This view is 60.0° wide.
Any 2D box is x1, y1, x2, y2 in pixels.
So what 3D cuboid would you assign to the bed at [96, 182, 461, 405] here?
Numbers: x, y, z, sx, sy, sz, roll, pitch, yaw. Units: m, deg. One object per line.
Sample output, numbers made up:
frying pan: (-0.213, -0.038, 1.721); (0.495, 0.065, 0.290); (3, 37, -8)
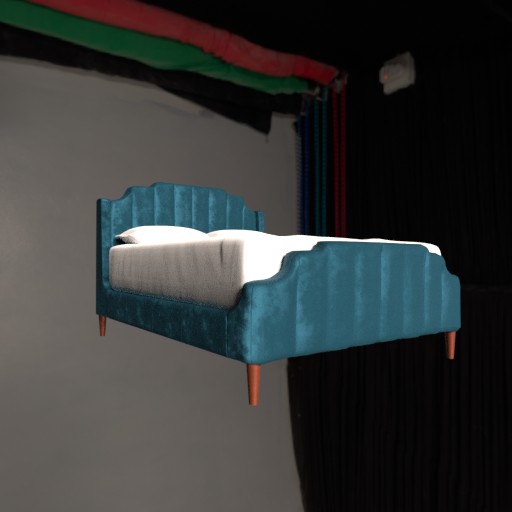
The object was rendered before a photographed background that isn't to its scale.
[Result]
bed: (0.000, 0.000, 3.297); (1.678, 1.338, 2.322); (0, -1, -36)
